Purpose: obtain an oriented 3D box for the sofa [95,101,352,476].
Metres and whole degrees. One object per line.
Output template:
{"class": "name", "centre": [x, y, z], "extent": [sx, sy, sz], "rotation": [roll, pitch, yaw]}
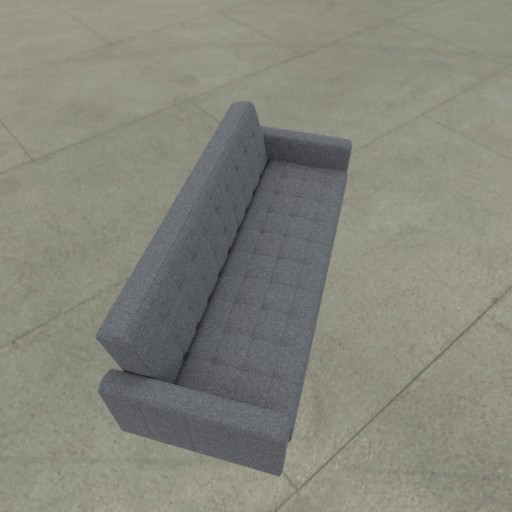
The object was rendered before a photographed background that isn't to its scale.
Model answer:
{"class": "sofa", "centre": [0.000, 0.000, 2.483], "extent": [0.810, 0.850, 2.040], "rotation": [12, 50, 10]}
